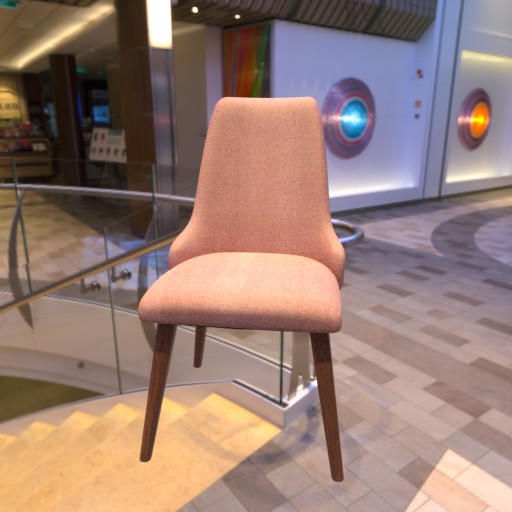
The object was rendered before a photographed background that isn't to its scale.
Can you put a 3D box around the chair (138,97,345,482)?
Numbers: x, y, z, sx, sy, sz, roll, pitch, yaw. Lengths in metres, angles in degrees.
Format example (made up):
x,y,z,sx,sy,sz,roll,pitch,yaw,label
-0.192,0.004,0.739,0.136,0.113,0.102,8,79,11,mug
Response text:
x,y,z,sx,sy,sz,roll,pitch,yaw,label
0.000,0.000,1.308,0.535,0.918,0.707,2,17,8,chair
